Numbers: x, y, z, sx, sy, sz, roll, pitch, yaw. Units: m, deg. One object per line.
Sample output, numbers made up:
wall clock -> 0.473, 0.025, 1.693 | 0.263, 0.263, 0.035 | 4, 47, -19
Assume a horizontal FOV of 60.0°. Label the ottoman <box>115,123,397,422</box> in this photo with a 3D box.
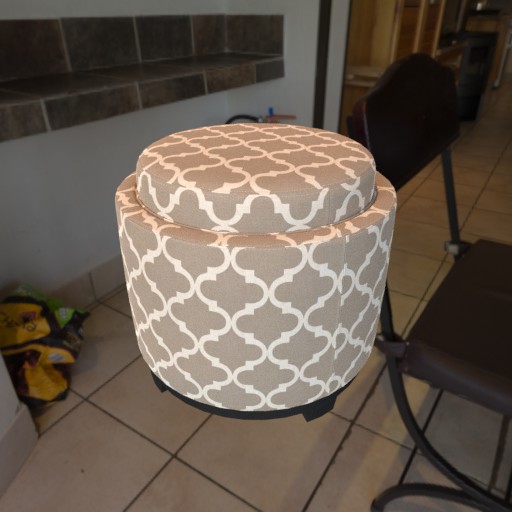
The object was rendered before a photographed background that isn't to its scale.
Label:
ottoman -> 0.000, 0.000, 0.838 | 0.480, 0.429, 0.480 | 0, 29, 0
